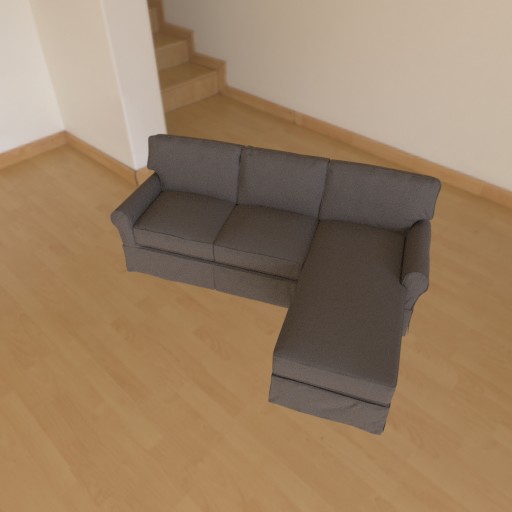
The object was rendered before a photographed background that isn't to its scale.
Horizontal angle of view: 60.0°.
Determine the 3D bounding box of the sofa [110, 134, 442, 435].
[{"bbox_3d":[0.000,0.000,3.329,2.475,0.978,1.733,12,43,13],"label":"sofa"}]
